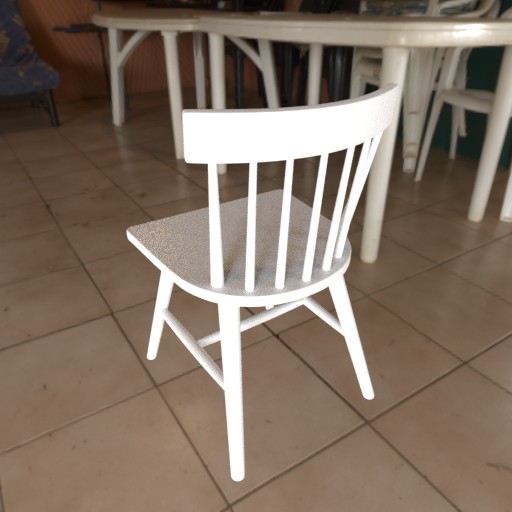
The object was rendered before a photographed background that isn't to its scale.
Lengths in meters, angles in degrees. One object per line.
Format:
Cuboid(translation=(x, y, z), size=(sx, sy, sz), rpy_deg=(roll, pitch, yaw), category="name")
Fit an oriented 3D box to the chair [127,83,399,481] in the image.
Cuboid(translation=(0.000, 0.000, 1.074), size=(0.483, 0.787, 0.500), rpy_deg=(-19, 35, -29), category="chair")
